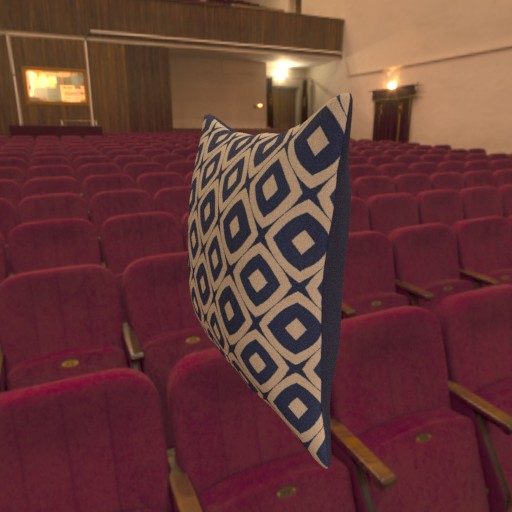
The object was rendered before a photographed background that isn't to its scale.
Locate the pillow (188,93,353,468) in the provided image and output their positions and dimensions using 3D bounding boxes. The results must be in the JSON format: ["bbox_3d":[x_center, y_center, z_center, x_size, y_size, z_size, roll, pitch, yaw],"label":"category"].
[{"bbox_3d":[0.000,0.000,0.770,0.188,0.494,0.504,-7,17,-23],"label":"pillow"}]
